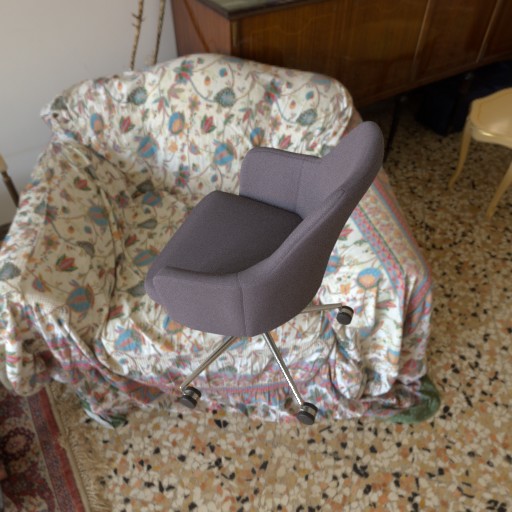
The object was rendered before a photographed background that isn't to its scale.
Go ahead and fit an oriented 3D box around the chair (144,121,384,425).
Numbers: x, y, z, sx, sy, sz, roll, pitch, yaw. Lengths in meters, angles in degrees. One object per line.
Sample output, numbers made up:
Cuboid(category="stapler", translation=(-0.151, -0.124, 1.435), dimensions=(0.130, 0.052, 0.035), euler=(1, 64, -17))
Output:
Cuboid(category="chair", translation=(0.000, 0.000, 1.281), dimensions=(0.600, 0.820, 0.655), euler=(16, 48, 15))
